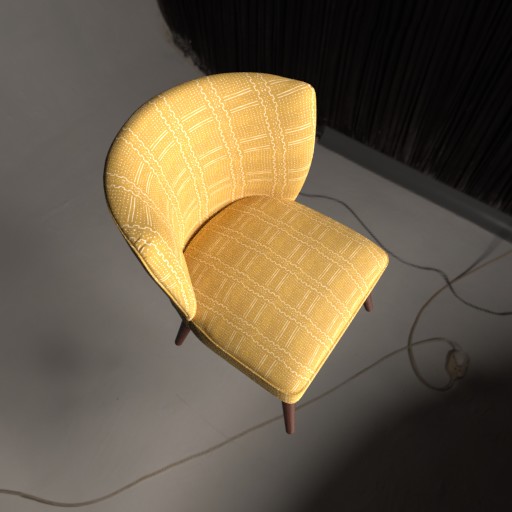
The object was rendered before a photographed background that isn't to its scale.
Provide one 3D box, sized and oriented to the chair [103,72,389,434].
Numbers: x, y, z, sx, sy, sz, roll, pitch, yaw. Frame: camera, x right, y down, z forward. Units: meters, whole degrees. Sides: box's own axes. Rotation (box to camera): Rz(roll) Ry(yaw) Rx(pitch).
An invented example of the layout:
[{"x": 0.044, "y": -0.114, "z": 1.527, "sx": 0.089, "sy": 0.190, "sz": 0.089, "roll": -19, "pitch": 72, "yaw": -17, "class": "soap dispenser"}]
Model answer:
[{"x": 0.000, "y": 0.000, "z": 1.433, "sx": 0.758, "sy": 0.866, "sz": 0.706, "roll": 32, "pitch": 63, "yaw": 18, "class": "chair"}]
